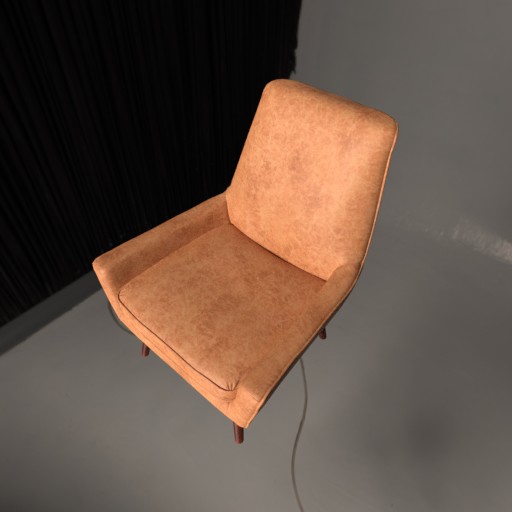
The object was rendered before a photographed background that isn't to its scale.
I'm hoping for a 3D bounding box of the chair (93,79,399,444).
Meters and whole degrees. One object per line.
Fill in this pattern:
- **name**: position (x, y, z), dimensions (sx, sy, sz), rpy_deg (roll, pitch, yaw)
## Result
- **chair**: position (0.000, 0.000, 1.525), dimensions (0.753, 0.883, 0.851), rpy_deg (32, 53, 28)
